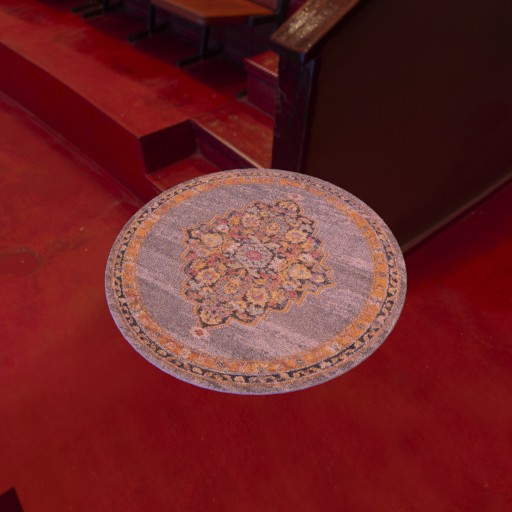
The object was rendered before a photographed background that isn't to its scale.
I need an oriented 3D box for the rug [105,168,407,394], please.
[{"bbox_3d":[0.000,0.000,3.591,2.382,0.014,2.382,0,47,0],"label":"rug"}]
